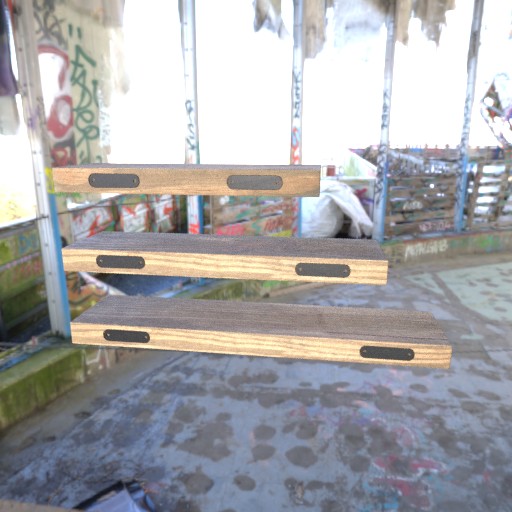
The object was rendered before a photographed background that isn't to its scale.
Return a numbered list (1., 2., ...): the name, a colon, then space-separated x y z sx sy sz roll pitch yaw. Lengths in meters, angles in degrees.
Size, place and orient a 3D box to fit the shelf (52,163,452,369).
1. shelf: 0.000 0.000 0.738 0.610 0.293 0.140 2 15 8
